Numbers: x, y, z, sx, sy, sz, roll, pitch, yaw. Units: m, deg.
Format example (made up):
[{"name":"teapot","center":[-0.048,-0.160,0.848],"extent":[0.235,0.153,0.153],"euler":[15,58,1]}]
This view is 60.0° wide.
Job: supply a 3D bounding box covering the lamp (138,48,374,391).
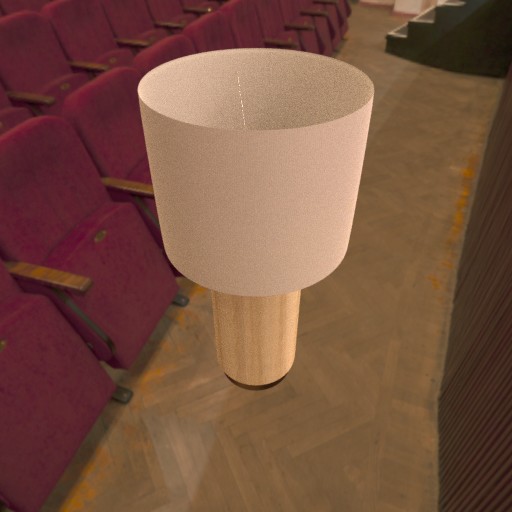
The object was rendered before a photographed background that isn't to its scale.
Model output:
[{"name":"lamp","center":[0.000,0.000,0.574],"extent":[0.228,0.444,0.228],"euler":[12,41,14]}]
